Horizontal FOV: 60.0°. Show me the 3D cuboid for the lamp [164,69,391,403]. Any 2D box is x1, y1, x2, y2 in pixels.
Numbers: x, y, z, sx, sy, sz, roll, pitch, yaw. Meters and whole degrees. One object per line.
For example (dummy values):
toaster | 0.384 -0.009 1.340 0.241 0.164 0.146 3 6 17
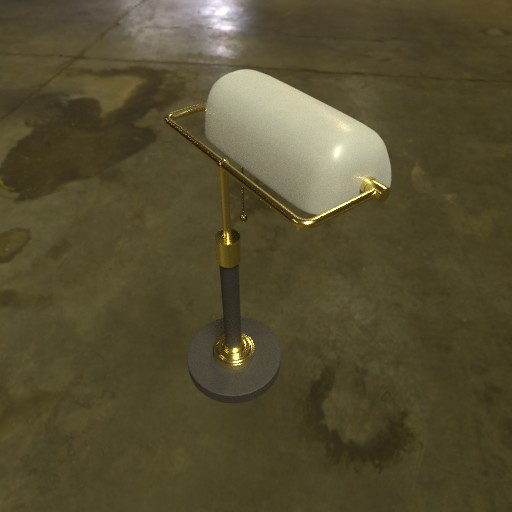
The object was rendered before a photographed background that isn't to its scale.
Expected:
lamp | 0.000 0.000 0.572 0.227 0.404 0.269 -27 49 -26
